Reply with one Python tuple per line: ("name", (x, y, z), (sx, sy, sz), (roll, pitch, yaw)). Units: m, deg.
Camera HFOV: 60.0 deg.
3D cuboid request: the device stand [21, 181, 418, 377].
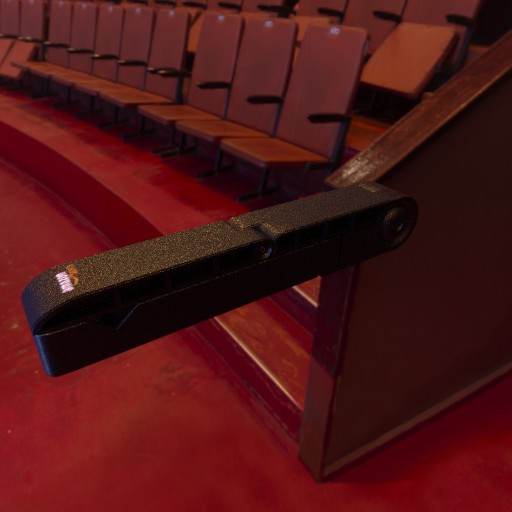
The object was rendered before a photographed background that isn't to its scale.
("device stand", (0.000, 0.000, 0.190), (0.179, 0.030, 0.026), (-18, 35, -28))
